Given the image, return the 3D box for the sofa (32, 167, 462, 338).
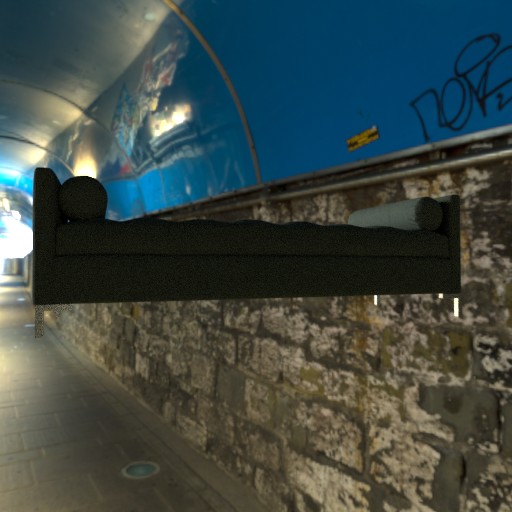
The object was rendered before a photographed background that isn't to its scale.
[{"bbox_3d":[0.000,0.000,2.389,2.102,0.657,0.797,0,-1,-19],"label":"sofa"}]
